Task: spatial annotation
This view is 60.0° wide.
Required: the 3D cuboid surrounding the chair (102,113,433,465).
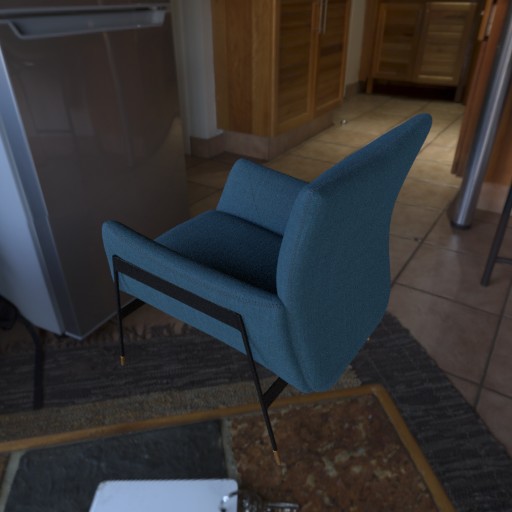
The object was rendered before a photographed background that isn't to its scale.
[{"bbox_3d":[0.000,0.000,1.404,0.769,0.859,0.678,21,37,29],"label":"chair"}]
